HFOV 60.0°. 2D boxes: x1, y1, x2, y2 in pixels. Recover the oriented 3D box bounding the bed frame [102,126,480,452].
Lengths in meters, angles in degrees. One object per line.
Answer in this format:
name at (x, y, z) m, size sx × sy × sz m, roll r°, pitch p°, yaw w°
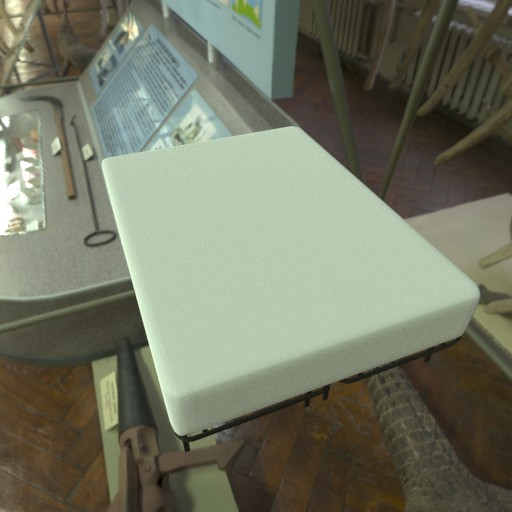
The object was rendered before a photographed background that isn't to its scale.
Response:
bed frame at (0.000, 0.000, 2.773) m, size 1.528 × 0.677 × 2.037 m, roll -14°, pitch 42°, yaw -17°
